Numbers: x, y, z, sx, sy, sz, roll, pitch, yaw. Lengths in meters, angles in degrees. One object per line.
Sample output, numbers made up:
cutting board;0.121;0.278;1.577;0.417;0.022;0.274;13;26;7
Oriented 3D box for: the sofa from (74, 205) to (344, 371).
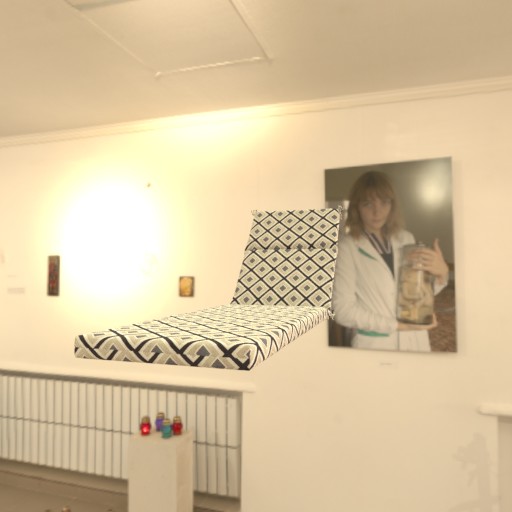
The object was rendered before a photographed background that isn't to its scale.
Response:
sofa;0.000;0.000;1.922;0.582;0.622;1.663;-1;-2;18
